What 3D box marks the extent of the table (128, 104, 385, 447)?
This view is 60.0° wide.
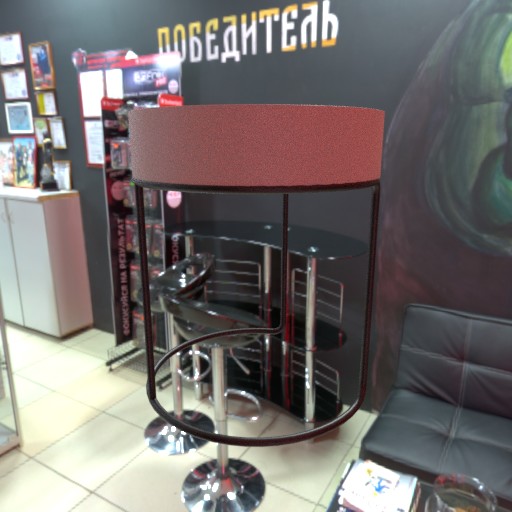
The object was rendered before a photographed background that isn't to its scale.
[{"bbox_3d":[0.000,0.000,0.868,0.450,0.530,0.450,0,15,0],"label":"table"}]
